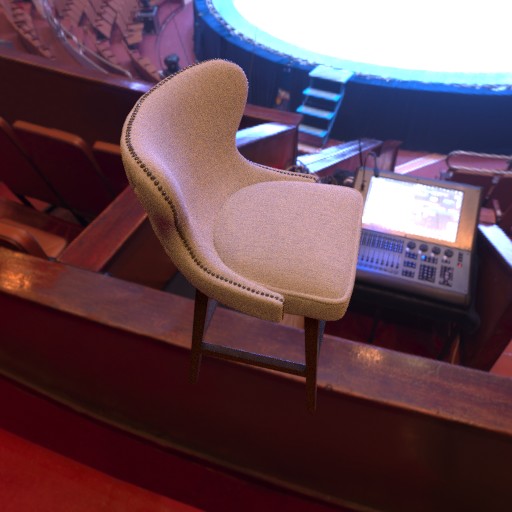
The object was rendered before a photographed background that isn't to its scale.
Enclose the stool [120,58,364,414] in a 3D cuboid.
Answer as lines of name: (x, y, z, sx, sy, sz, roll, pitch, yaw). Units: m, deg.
stool: (0.000, 0.000, 1.369, 0.597, 0.972, 0.615, 10, 46, 10)
